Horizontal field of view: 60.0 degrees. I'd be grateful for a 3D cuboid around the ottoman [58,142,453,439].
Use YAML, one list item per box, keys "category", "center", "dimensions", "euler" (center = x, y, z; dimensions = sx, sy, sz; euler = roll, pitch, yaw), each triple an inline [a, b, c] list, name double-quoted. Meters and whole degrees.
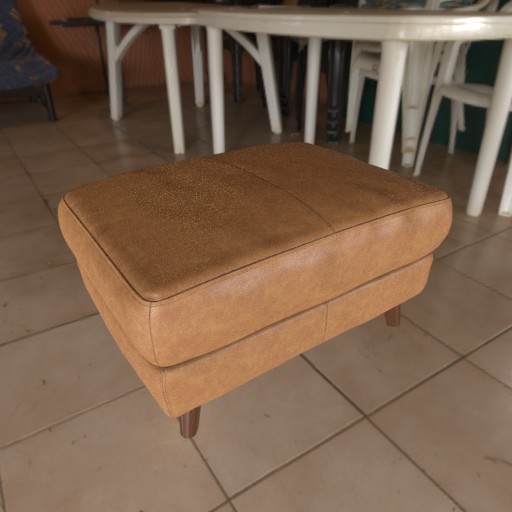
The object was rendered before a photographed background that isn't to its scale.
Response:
- category: "ottoman"
  center: [0.000, 0.000, 1.212]
  dimensions: [0.869, 0.461, 0.630]
  euler: [-19, 35, -29]
